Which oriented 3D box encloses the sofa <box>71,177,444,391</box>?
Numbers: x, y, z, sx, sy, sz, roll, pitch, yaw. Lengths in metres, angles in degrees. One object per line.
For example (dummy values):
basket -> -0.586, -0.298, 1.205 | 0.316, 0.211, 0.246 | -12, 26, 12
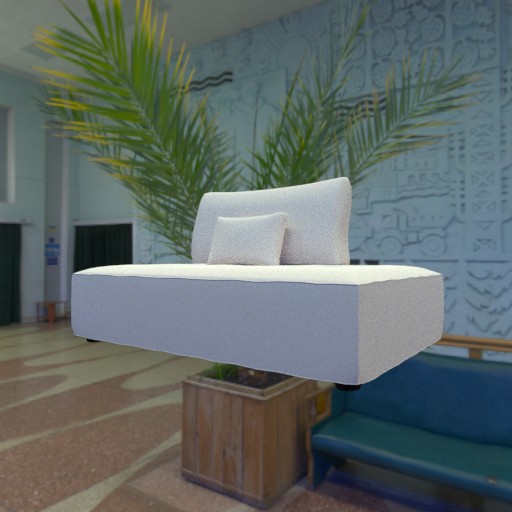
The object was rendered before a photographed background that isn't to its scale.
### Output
sofa -> 0.000, 0.000, 2.086 | 1.450, 0.820, 1.000 | 0, 0, 36
